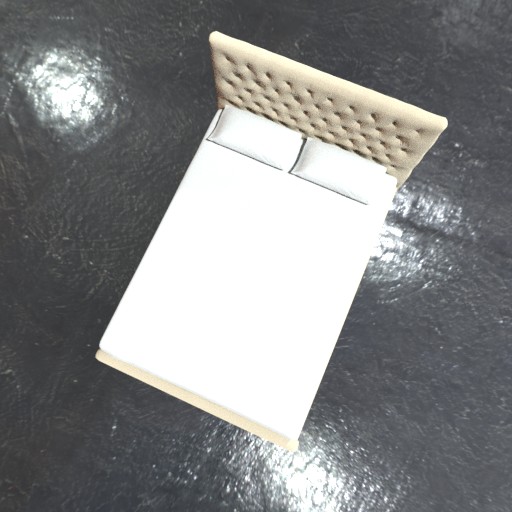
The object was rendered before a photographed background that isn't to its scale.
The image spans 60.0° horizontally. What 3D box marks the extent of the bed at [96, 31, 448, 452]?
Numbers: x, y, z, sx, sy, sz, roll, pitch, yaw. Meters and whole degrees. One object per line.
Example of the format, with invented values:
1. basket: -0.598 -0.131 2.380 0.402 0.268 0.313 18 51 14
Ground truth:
1. bed: 0.000 0.000 3.342 1.698 1.427 2.387 23 77 6
